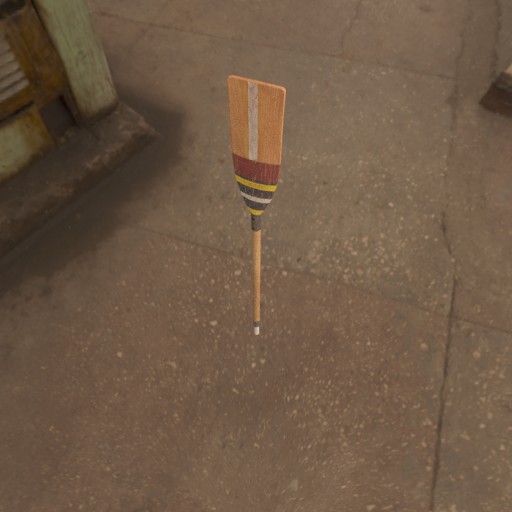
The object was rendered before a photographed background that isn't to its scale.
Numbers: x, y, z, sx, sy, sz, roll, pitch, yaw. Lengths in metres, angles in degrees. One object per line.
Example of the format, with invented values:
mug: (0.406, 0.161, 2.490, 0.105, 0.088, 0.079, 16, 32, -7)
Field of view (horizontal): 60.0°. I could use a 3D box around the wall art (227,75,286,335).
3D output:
wall art: (0.000, 0.000, 1.701, 0.146, 1.556, 0.038, 18, 60, 11)
